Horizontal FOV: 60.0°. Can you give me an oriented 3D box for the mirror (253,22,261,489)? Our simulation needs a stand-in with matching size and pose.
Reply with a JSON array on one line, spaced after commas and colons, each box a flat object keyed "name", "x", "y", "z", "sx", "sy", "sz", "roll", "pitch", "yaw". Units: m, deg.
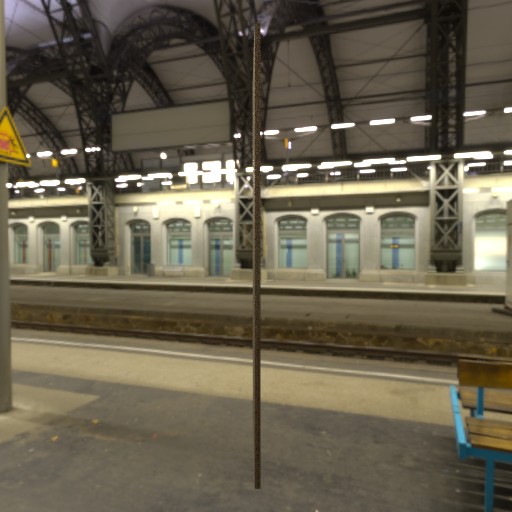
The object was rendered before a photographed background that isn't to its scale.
[{"name": "mirror", "x": 0.000, "y": 0.000, "z": 2.337, "sx": 0.025, "sy": 2.032, "sz": 0.812, "roll": 0, "pitch": 1, "yaw": -1}]
